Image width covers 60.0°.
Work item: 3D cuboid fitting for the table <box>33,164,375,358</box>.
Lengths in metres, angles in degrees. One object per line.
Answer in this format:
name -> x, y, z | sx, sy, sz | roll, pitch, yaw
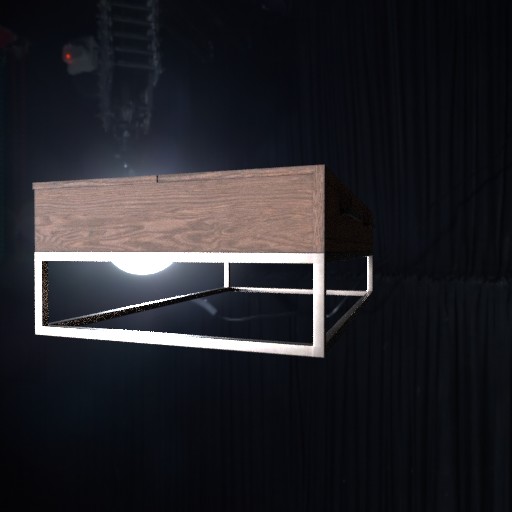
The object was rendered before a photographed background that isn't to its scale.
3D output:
table -> 0.000, 0.000, 1.488 | 0.719, 0.361, 1.167 | 0, 1, 19
